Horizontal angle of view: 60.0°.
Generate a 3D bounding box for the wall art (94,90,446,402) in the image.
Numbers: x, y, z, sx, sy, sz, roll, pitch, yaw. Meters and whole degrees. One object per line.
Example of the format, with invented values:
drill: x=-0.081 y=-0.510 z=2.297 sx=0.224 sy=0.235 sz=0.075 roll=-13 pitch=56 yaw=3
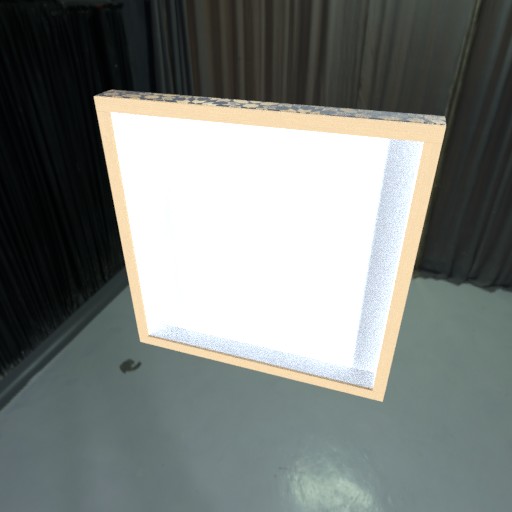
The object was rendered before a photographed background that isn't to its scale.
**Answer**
wall art: x=0.000 y=0.000 z=0.611 sx=0.405 sy=0.405 sz=0.038 roll=10 pitch=34 yaw=15
